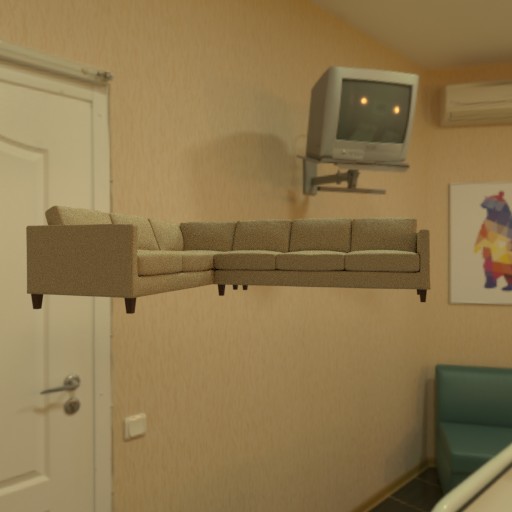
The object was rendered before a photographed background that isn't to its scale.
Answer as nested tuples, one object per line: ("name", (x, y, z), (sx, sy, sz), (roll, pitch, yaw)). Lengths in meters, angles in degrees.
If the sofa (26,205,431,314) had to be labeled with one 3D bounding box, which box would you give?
("sofa", (0.000, 0.000, 4.278), (3.182, 0.863, 2.432), (0, 0, 18))
